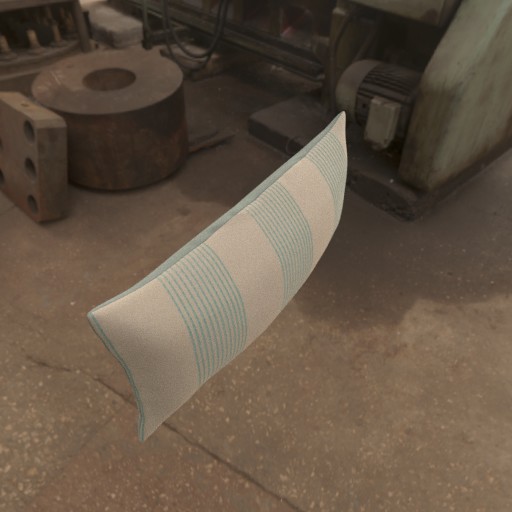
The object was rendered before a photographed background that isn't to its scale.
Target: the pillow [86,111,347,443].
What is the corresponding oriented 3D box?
[{"bbox_3d":[0.000,0.000,0.741,0.151,0.287,0.610,25,48,25],"label":"pillow"}]
